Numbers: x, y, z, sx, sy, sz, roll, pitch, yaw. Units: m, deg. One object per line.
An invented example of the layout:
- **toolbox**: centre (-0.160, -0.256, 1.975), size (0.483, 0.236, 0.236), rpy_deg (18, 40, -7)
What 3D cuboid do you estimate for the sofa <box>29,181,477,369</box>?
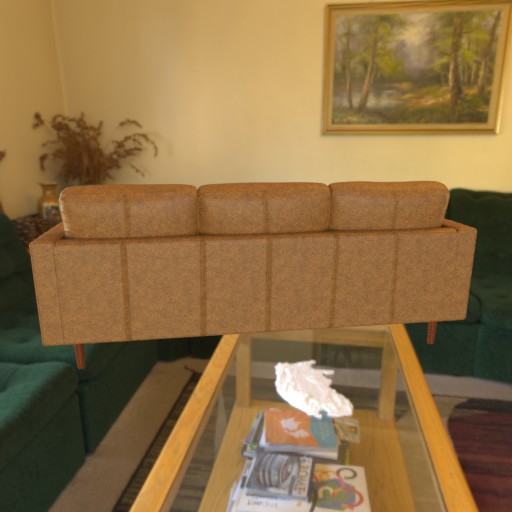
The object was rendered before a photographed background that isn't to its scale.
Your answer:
- **sofa**: centre (0.000, 0.000, 2.663), size (2.231, 0.930, 0.903), rpy_deg (-2, 15, -8)
